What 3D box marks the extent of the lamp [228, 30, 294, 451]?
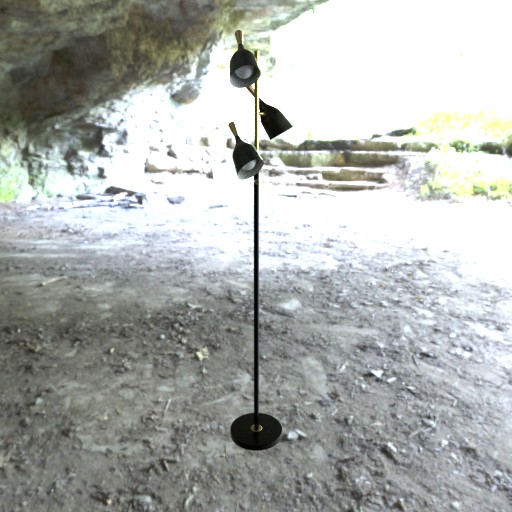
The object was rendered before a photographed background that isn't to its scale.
[{"bbox_3d":[0.000,0.000,1.907,0.253,1.778,0.434,8,17,27],"label":"lamp"}]
